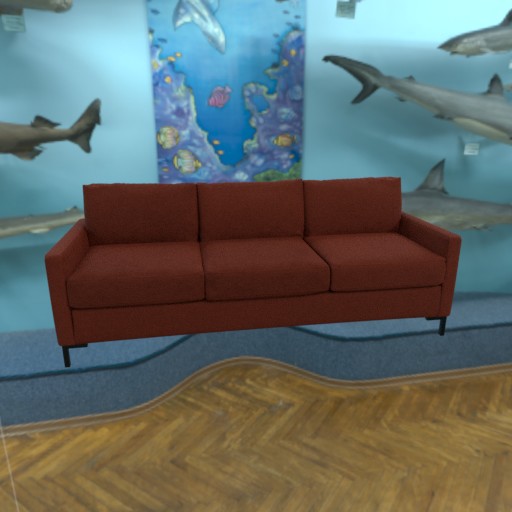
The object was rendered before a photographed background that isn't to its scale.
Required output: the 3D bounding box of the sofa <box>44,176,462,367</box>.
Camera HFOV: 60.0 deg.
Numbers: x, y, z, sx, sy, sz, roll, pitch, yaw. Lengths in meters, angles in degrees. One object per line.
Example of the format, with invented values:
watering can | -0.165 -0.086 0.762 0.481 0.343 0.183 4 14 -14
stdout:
sofa | 0.000 0.000 2.752 2.252 0.879 0.875 -3 18 -9
